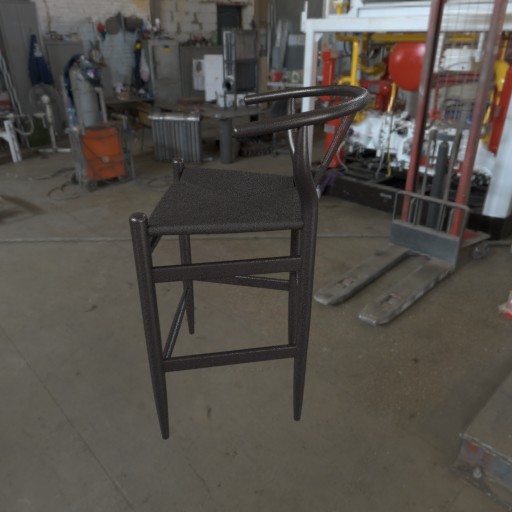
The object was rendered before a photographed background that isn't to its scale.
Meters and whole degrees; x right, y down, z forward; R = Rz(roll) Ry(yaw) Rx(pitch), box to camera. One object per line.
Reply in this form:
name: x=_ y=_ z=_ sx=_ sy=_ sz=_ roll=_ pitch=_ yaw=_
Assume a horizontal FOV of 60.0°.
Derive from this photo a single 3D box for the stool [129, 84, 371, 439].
stool: x=0.000 y=0.000 z=1.360 sx=0.579 sy=0.970 sz=0.569 roll=1 pitch=26 yaw=1
